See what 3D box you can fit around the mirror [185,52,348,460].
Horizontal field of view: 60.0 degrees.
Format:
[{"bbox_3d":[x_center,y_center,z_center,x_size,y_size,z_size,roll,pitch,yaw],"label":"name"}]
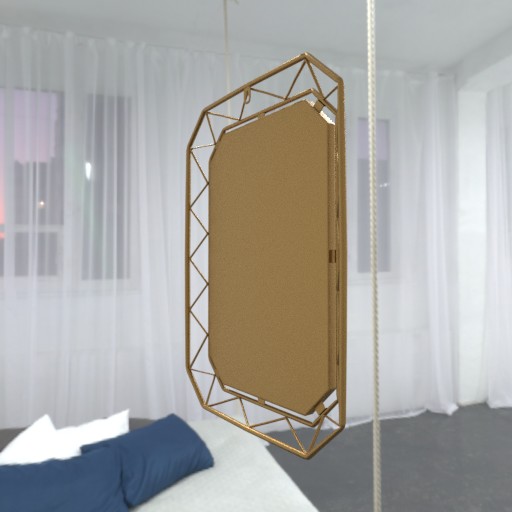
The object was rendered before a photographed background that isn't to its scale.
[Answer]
[{"bbox_3d":[0.000,0.000,0.728,0.042,0.566,0.417,1,-2,-37],"label":"mirror"}]
